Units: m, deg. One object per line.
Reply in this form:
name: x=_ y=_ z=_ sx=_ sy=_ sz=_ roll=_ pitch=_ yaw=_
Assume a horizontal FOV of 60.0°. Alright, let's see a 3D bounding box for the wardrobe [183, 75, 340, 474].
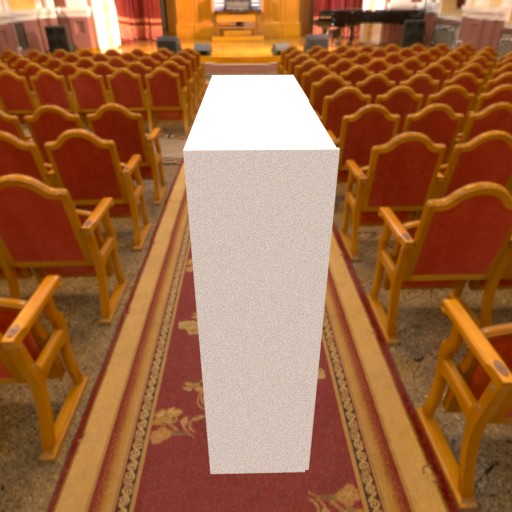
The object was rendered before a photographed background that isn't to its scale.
wardrobe: x=0.000 y=0.000 z=2.995 sx=0.600 sy=2.020 sz=1.830 roll=-1 pitch=31 yaw=-1
